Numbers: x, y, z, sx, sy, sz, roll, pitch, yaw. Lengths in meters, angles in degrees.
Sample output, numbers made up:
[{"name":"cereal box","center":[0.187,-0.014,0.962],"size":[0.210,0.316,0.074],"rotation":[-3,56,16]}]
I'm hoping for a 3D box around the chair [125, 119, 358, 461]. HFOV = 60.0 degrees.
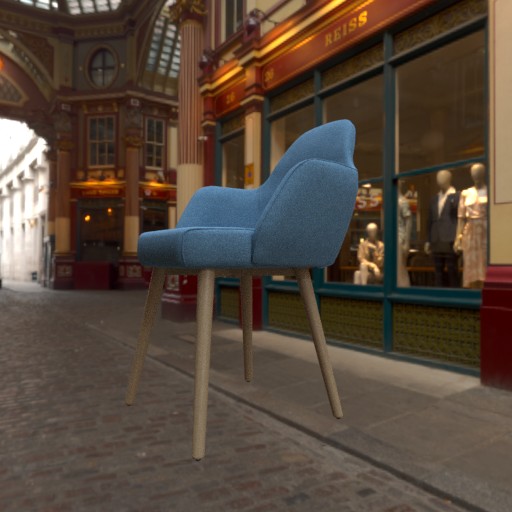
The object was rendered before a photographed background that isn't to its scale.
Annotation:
[{"name":"chair","center":[0.000,0.000,1.368],"size":[0.666,0.920,0.589],"rotation":[0,0,-35]}]
